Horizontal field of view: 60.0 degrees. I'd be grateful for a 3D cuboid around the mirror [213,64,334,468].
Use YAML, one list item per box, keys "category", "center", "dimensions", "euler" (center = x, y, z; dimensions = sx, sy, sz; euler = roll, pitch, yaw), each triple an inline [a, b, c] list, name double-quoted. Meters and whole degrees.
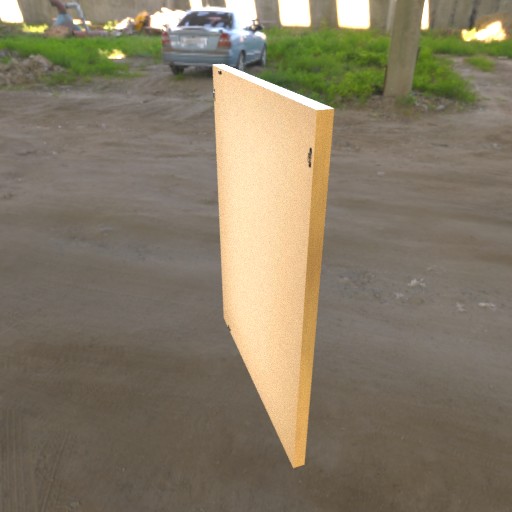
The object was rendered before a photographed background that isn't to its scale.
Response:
- category: "mirror"
  center: [0.000, 0.000, 1.368]
  dimensions: [0.041, 1.016, 0.762]
  euler: [-10, 31, -17]
